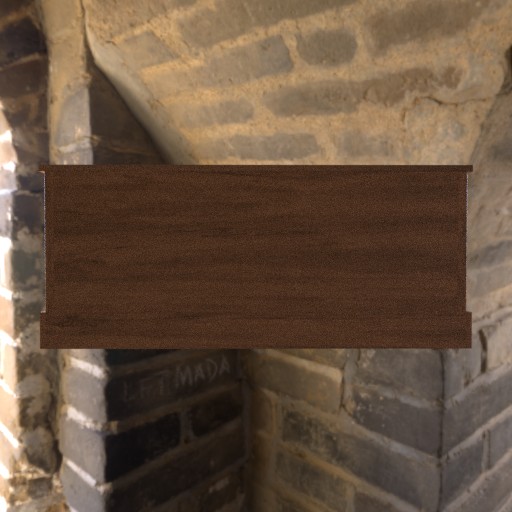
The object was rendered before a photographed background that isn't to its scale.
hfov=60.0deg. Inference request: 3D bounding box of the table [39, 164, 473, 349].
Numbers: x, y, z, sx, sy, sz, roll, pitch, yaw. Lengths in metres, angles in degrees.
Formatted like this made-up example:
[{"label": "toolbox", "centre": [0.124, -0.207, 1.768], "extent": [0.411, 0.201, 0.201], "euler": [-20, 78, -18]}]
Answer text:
[{"label": "table", "centre": [0.000, 0.000, 1.428], "extent": [1.200, 0.510, 0.400], "euler": [0, 1, 0]}]
